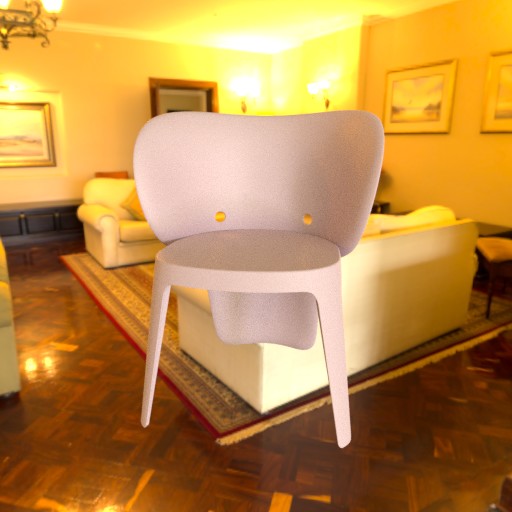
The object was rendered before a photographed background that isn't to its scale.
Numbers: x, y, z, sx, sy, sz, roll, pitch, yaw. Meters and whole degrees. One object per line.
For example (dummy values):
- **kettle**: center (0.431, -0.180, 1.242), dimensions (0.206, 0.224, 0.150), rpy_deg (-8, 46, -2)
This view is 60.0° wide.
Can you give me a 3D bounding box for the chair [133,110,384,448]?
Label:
- **chair**: center (0.000, 0.000, 0.863), dimensions (0.451, 0.554, 0.402), rpy_deg (2, 15, 9)
